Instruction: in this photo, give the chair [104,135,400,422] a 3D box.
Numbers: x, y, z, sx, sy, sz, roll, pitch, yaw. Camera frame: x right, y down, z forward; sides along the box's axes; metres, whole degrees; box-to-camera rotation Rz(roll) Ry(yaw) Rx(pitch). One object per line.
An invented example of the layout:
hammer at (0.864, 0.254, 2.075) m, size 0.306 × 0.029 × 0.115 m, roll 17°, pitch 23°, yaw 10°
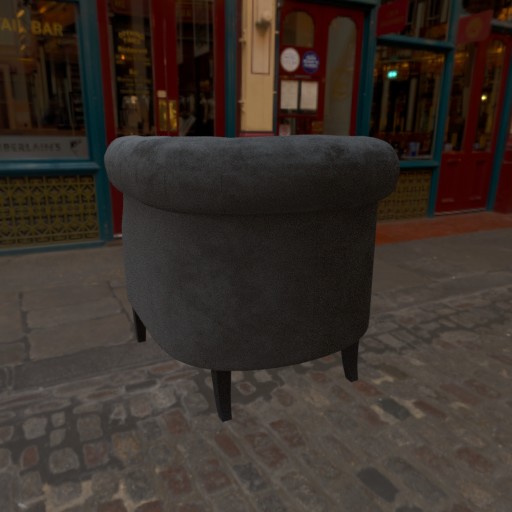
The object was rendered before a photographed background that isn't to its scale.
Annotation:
chair at (0.000, 0.000, 1.565) m, size 0.904 × 0.826 × 0.851 m, roll -8°, pitch 17°, yaw -26°
